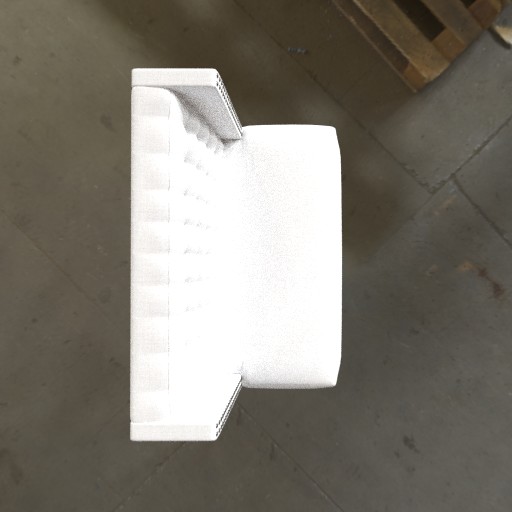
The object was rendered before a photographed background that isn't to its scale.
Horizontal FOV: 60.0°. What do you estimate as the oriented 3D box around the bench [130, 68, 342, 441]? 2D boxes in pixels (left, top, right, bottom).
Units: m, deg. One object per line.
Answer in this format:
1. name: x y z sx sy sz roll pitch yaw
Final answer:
1. bench: 0.000 0.000 2.040 0.847 1.123 1.280 0 89 0
